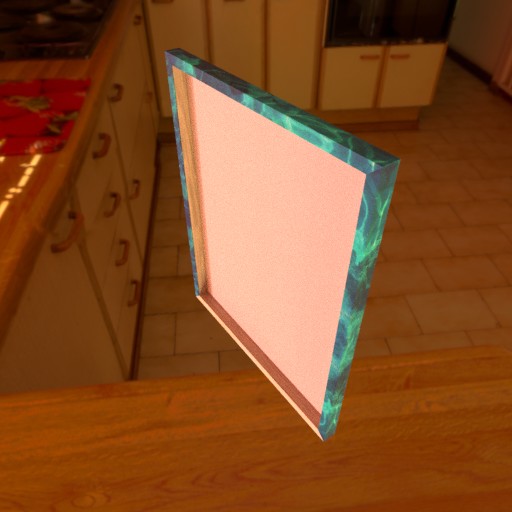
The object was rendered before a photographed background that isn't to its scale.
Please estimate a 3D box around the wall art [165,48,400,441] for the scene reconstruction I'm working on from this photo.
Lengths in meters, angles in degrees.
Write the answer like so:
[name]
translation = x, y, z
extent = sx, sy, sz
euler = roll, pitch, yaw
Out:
[wall art]
translation = 0.000, 0.000, 1.025
extent = 0.038, 0.760, 0.609
euler = -26, 47, -27
